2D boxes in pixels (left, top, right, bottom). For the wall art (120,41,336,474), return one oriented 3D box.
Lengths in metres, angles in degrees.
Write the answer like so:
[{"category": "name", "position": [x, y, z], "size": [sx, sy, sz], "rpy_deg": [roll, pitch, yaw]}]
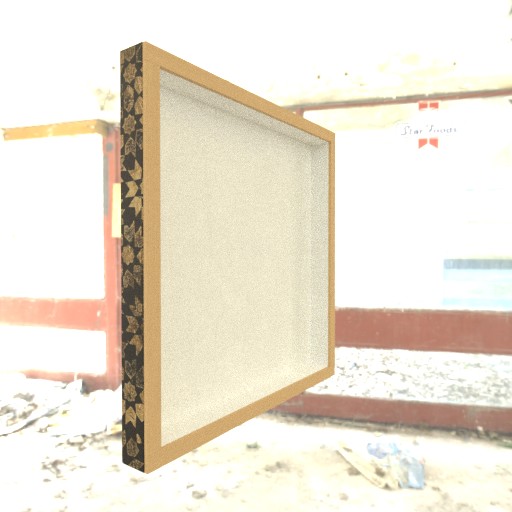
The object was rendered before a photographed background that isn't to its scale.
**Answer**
[{"category": "wall art", "position": [0.000, 0.000, 0.589], "size": [0.038, 0.405, 0.405], "rpy_deg": [1, 1, 35]}]
